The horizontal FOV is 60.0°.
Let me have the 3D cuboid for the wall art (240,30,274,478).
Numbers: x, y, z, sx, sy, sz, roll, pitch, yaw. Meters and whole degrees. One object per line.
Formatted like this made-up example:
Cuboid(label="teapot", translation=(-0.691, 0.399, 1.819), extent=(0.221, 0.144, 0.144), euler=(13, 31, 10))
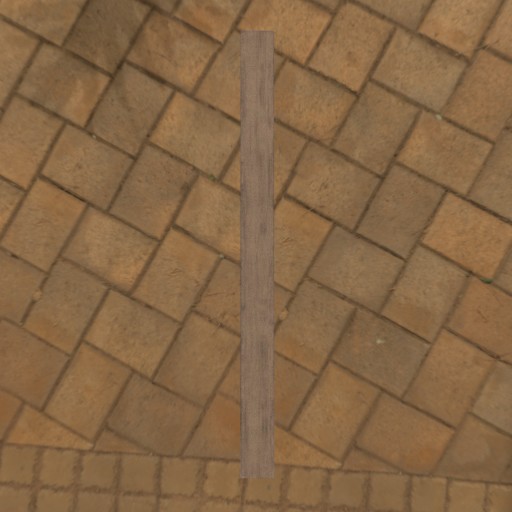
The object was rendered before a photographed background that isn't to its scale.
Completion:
Cuboid(label="wall art", translation=(0.000, 0.000, 0.757), extent=(0.038, 0.508, 0.508), euler=(0, 89, 0))
